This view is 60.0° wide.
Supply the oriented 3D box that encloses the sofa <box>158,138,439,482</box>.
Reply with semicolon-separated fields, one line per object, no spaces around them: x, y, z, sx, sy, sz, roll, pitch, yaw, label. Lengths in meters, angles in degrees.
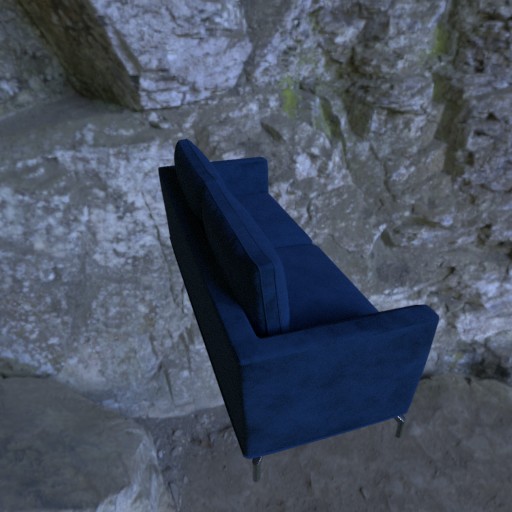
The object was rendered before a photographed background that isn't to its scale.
0.000;0.000;2.678;0.853;0.998;2.212;-9;31;-16;sofa
